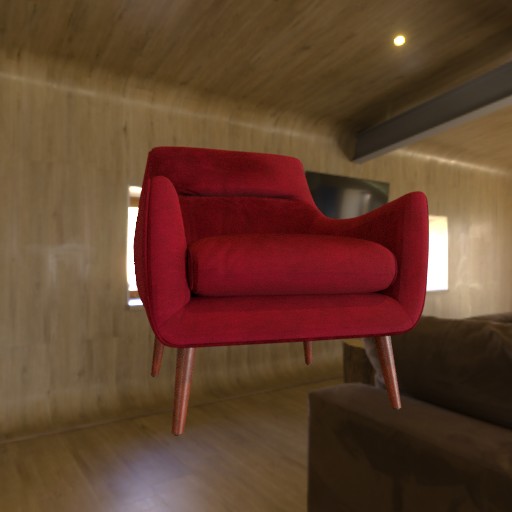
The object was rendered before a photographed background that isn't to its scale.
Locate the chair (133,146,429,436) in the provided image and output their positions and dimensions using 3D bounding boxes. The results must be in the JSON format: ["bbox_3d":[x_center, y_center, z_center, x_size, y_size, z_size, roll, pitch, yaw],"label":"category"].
[{"bbox_3d":[0.000,0.000,1.430,0.762,0.838,0.787,0,-1,-18],"label":"chair"}]
